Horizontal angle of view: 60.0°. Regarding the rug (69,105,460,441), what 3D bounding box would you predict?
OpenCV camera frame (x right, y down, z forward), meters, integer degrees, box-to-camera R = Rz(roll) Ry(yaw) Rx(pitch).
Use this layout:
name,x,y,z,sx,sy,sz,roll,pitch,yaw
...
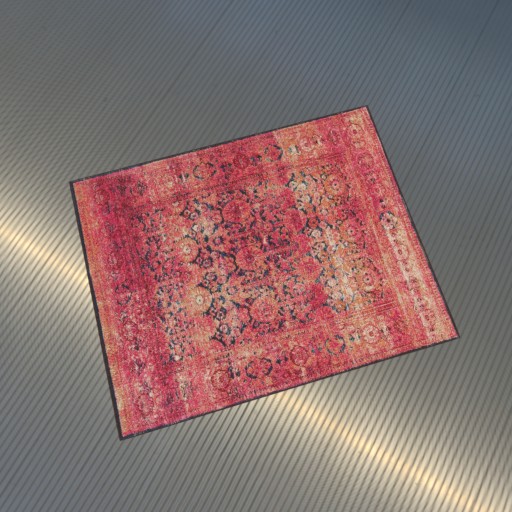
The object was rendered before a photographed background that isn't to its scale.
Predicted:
name,x,y,z,sx,sy,sz,roll,pitch,yaw
rug,0.000,0.000,4.050,3.032,0.020,2.411,-16,75,-4
